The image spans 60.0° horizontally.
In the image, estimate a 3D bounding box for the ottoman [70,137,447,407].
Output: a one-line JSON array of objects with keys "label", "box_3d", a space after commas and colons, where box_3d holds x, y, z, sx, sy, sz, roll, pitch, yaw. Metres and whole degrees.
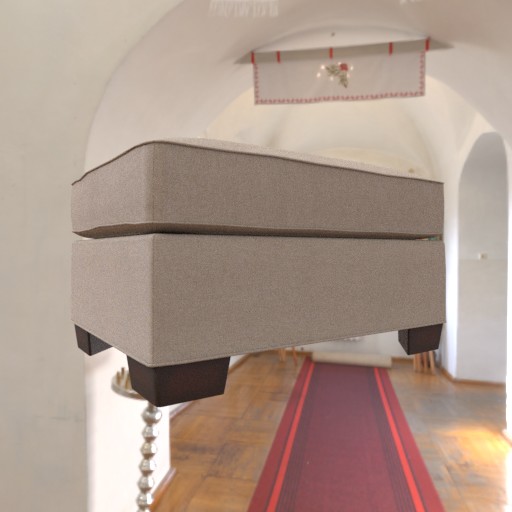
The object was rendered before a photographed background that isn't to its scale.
[{"label": "ottoman", "box_3d": [0.000, 0.000, 1.207, 0.846, 0.503, 0.617, 0, 1, -34]}]
